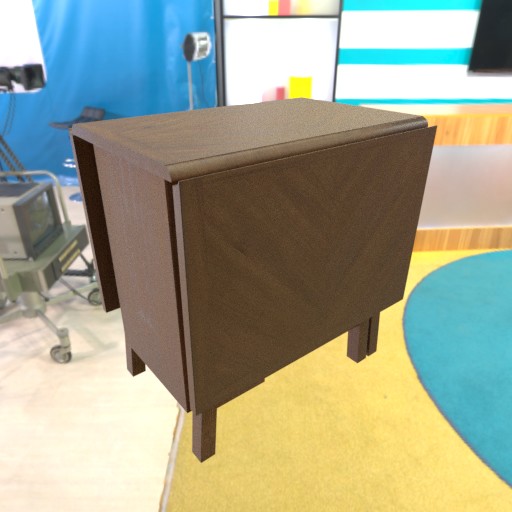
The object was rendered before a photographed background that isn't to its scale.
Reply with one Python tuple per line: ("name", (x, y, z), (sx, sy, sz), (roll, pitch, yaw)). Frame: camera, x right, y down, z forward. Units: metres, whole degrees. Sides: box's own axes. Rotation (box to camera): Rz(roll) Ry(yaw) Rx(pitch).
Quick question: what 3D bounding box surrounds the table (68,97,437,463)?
("table", (0.000, 0.000, 1.646), (0.967, 0.981, 0.701), (-20, 33, -34))
